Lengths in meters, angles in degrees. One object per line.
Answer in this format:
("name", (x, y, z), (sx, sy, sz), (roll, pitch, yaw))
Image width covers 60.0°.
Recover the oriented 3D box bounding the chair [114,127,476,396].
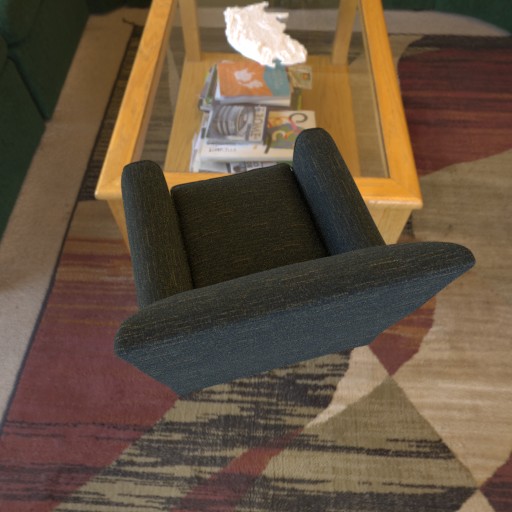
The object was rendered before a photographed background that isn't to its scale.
("chair", (0.000, 0.000, 1.596), (0.864, 0.928, 0.873), (-13, 59, -8))
